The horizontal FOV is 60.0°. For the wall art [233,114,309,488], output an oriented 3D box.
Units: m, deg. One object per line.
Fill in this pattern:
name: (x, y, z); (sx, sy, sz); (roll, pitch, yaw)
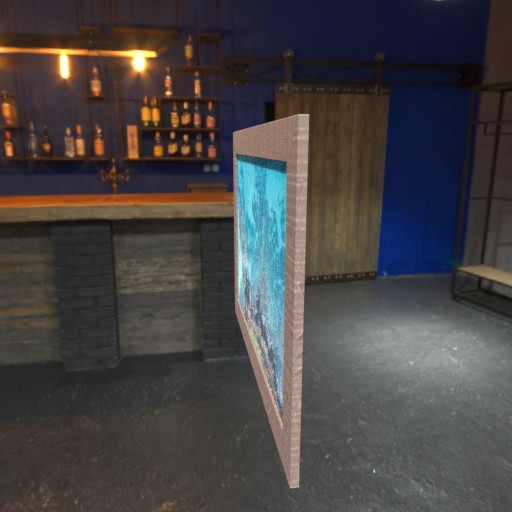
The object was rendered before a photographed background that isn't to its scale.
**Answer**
wall art: (0.000, 0.000, 1.358); (0.020, 0.761, 1.056); (-2, 14, -9)
